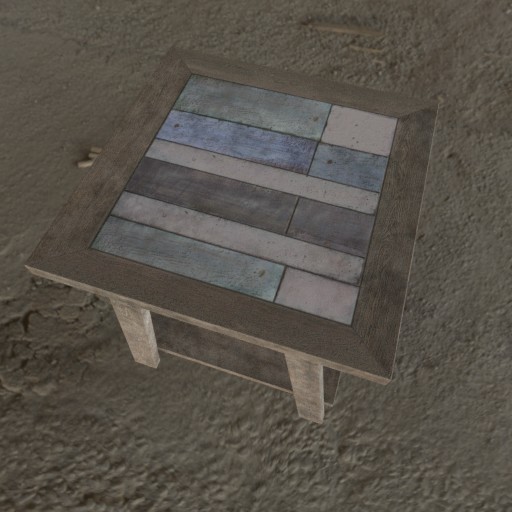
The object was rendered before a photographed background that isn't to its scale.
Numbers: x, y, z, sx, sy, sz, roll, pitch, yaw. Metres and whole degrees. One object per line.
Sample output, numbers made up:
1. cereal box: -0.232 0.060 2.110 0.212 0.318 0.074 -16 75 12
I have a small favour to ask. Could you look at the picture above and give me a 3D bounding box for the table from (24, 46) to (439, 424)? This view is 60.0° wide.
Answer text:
1. table: 0.000 0.000 1.095 0.610 0.610 0.610 16 61 9
